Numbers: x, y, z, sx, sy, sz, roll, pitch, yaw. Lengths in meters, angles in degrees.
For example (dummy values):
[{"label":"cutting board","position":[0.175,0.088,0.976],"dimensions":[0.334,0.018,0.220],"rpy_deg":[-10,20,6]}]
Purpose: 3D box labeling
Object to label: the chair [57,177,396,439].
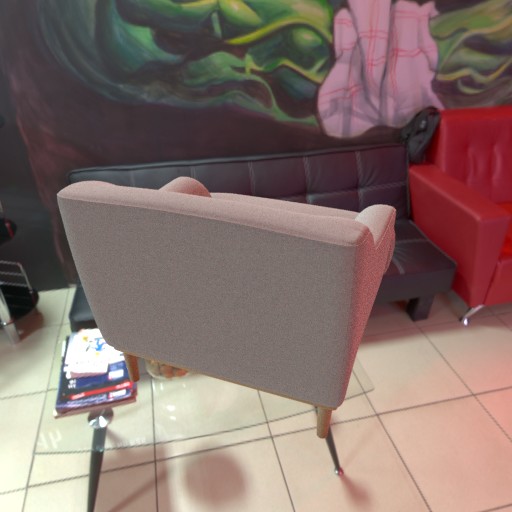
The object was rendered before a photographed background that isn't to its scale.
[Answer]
[{"label":"chair","position":[0.000,0.000,1.623],"dimensions":[0.946,0.818,0.951],"rpy_deg":[11,34,16]}]
